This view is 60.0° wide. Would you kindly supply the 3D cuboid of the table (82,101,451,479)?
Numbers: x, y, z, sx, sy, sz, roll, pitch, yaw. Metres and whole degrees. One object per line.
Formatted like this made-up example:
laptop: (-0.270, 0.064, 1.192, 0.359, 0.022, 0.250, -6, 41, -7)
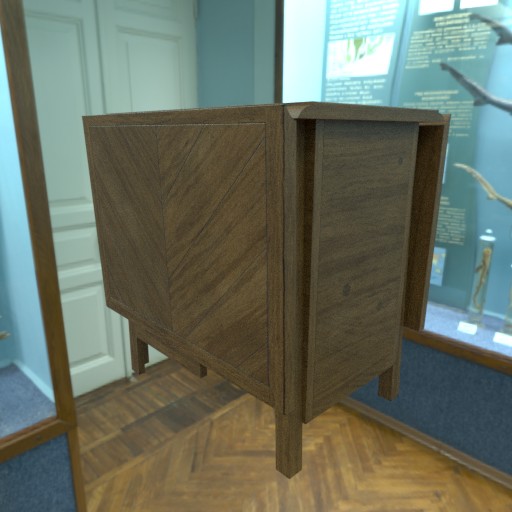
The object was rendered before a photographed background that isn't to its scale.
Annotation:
table: (0.000, 0.000, 1.234, 0.591, 0.763, 0.746, -14, 21, -41)
